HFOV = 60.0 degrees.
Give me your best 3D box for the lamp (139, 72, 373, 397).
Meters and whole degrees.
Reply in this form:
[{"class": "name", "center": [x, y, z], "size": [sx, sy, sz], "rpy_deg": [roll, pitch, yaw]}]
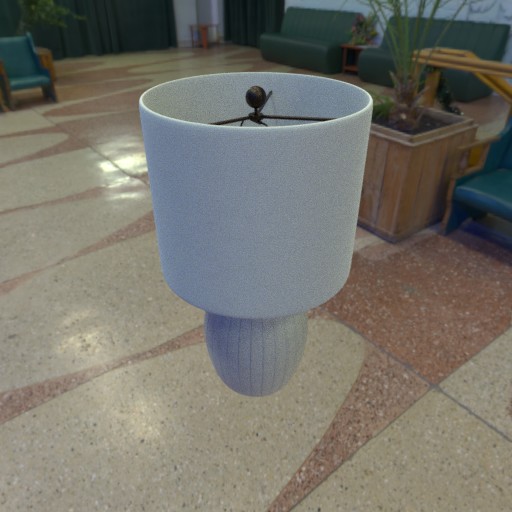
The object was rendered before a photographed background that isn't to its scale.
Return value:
[{"class": "lamp", "center": [0.000, 0.000, 0.780], "size": [0.328, 0.570, 0.328], "rpy_deg": [0, 33, 0]}]
